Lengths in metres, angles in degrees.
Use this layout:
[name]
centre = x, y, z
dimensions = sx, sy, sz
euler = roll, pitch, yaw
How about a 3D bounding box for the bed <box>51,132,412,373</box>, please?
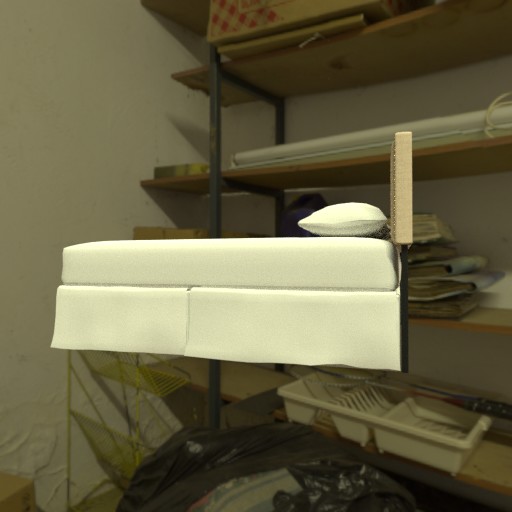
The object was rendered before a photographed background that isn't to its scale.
[bed]
centre = 0.000, 0.000, 2.885
dimensions = 1.876, 1.016, 1.616
euler = 0, -1, 18
